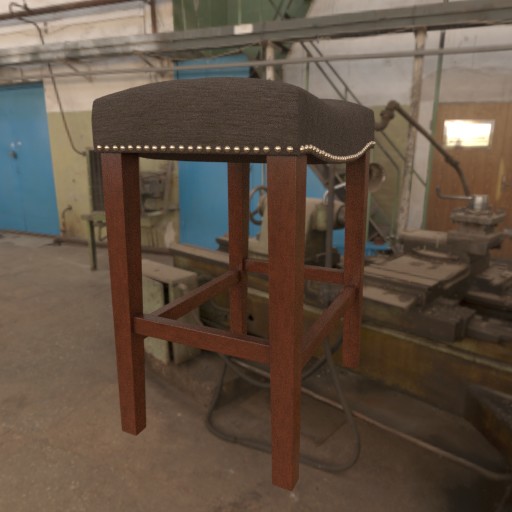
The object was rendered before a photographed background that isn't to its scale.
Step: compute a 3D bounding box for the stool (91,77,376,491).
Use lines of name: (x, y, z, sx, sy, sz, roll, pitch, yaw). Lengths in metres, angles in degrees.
stool: (0.000, 0.000, 0.933, 0.372, 0.654, 0.504, 7, 16, 25)
